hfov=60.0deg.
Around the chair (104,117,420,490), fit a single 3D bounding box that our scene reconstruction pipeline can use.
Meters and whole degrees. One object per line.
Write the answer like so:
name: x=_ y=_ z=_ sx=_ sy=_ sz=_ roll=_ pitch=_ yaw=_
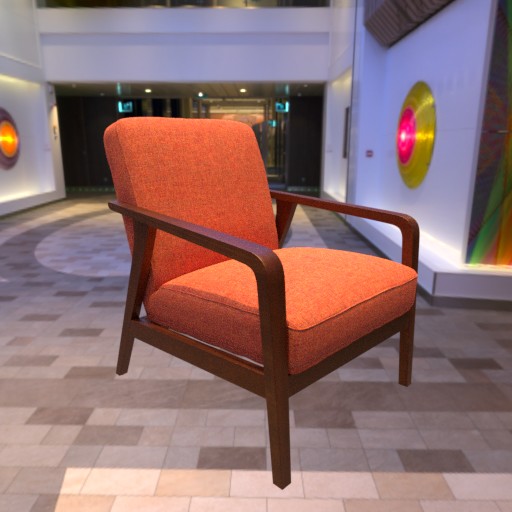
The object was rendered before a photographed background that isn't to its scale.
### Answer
chair: x=0.000 y=0.000 z=1.458 sx=0.860 sy=0.890 sz=0.719 roll=14 pitch=20 yaw=43
